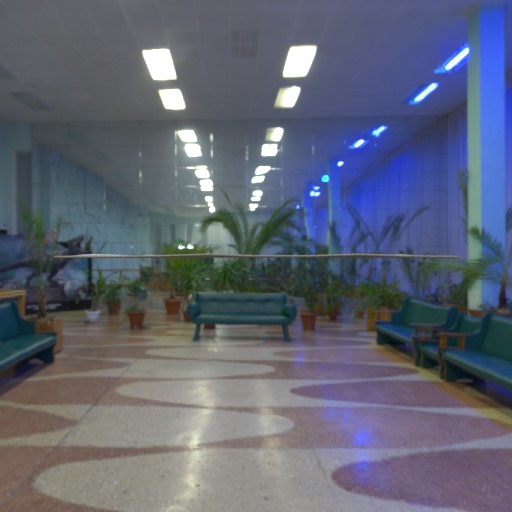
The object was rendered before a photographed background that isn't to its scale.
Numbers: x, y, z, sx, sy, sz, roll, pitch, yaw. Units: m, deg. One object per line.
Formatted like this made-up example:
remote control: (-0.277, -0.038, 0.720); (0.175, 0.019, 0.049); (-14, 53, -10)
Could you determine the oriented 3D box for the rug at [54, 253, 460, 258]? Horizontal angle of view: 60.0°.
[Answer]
rug: (0.000, 0.000, 4.306); (2.428, 0.027, 3.333); (0, 0, 0)
